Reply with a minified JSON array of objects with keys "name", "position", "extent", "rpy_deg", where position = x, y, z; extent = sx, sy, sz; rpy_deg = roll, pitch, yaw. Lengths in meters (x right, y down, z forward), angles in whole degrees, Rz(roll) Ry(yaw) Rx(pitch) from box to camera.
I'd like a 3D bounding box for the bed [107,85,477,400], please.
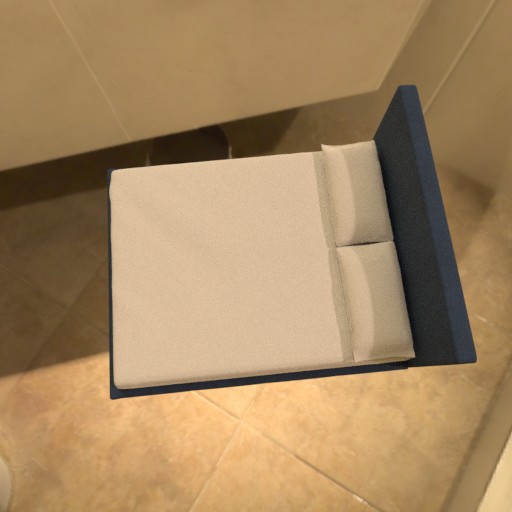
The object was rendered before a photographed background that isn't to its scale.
[{"name":"bed","position":[0.000,0.000,3.078],"extent":[2.172,1.231,1.723],"rpy_deg":[-5,75,-1]}]
